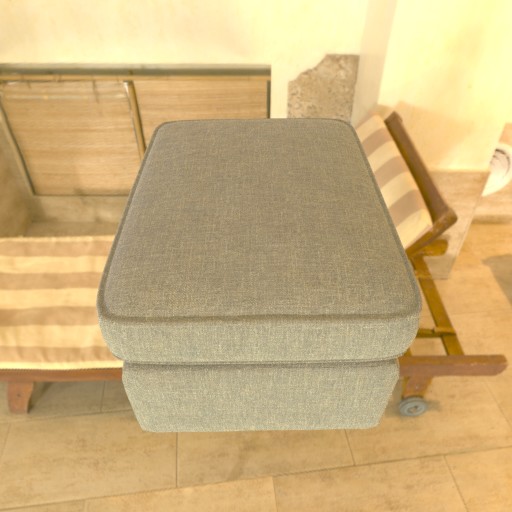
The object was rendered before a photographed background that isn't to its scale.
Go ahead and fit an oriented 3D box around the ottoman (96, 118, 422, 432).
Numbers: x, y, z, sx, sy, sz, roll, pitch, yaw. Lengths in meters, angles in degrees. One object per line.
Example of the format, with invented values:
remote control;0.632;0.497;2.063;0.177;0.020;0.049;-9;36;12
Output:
ottoman;0.000;0.000;1.102;0.559;0.457;0.762;-1;42;-1
